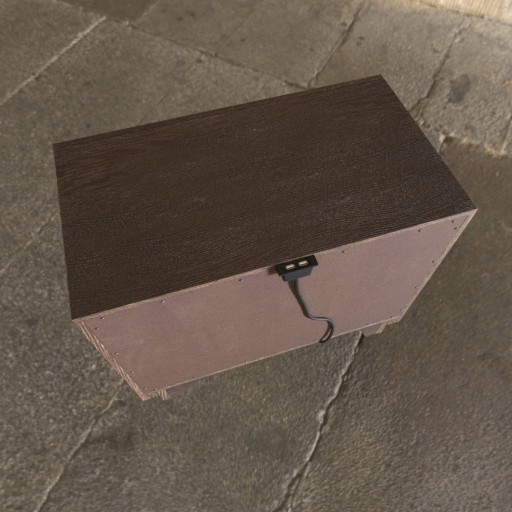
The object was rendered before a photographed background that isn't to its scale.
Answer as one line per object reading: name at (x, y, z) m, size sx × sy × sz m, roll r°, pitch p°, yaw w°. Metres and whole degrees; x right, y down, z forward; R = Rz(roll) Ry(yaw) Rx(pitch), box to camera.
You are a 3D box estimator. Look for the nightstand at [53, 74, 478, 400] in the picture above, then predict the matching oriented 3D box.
nightstand at (0.000, 0.000, 1.160) m, size 0.775 × 0.612 × 0.457 m, roll -15°, pitch 60°, yaw -9°
